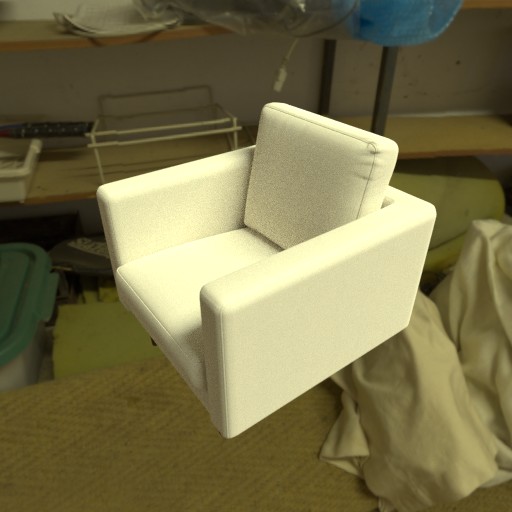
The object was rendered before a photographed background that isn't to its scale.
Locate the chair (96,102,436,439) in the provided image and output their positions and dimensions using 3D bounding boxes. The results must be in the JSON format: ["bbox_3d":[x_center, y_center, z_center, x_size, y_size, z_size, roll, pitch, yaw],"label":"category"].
[{"bbox_3d":[0.000,0.000,1.608,0.879,0.899,0.831,-22,40,-30],"label":"chair"}]
